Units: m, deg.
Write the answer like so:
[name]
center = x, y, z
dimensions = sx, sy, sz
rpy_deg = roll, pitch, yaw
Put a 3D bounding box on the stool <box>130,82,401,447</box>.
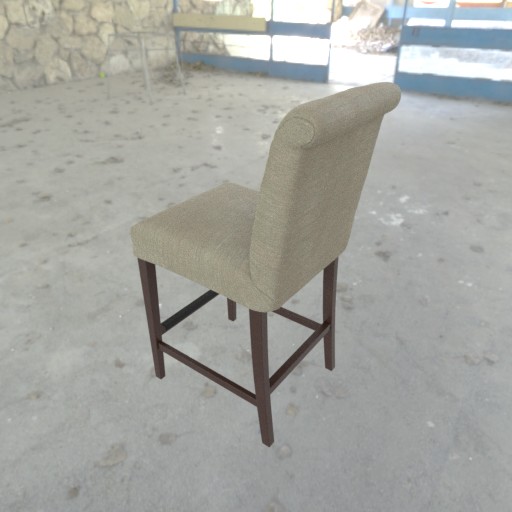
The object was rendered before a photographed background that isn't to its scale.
[stool]
center = 0.000, 0.000, 1.451
dimensions = 0.660, 1.084, 0.486
rpy_deg = 20, 36, 31
